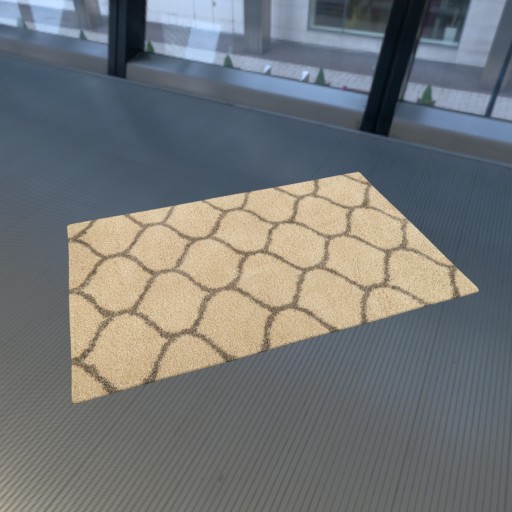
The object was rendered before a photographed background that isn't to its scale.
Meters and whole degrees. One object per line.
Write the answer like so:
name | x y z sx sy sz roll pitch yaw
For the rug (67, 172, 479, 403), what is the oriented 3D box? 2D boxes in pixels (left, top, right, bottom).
rug | 0.000 0.000 2.925 2.348 0.024 1.501 -12 42 -14
